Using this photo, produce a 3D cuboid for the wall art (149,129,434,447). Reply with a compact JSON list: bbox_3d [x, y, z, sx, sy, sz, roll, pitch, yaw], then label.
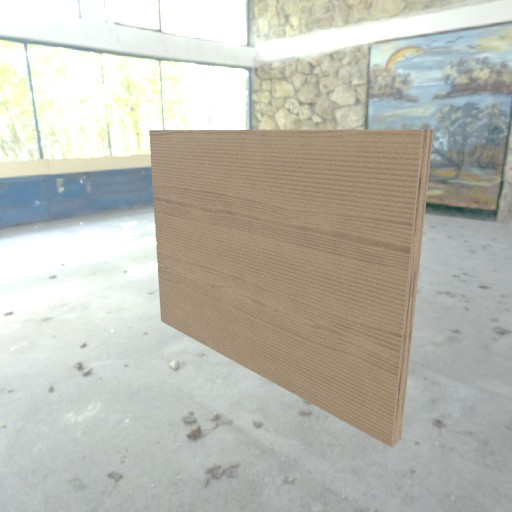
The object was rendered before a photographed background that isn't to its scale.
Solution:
[{"bbox_3d":[0.000,0.000,1.111,0.063,0.609,0.841,-15,22,-42],"label":"wall art"}]
